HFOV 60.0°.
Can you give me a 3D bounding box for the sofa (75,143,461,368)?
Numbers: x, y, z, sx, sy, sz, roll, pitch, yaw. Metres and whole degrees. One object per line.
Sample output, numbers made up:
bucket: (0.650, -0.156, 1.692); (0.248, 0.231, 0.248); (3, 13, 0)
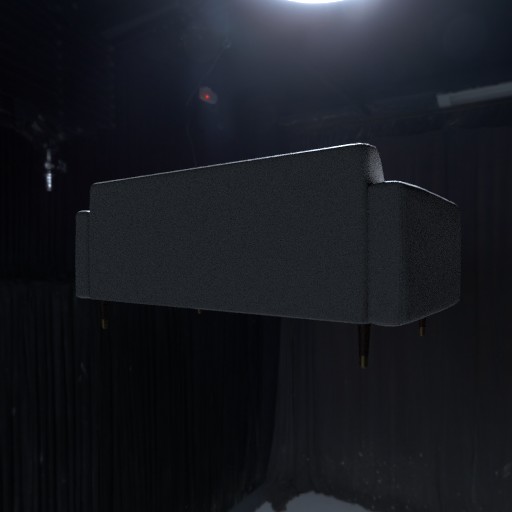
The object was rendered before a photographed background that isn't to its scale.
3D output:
sofa: (0.000, 0.000, 2.384); (1.895, 0.814, 0.969); (0, 0, 35)
